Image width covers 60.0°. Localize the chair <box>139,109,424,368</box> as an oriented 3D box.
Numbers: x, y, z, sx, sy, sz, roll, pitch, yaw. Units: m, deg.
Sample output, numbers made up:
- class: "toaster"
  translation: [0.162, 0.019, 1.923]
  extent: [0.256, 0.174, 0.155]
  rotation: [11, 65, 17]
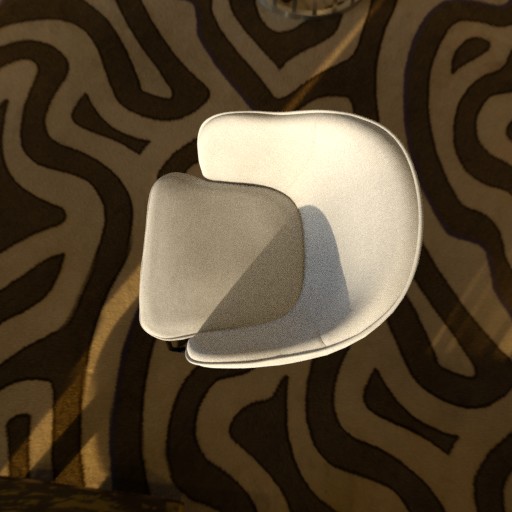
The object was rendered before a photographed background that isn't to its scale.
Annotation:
- class: "chair"
  translation: [0.000, 0.000, 1.170]
  extent: [0.592, 0.817, 0.570]
  rotation: [1, 77, 0]
